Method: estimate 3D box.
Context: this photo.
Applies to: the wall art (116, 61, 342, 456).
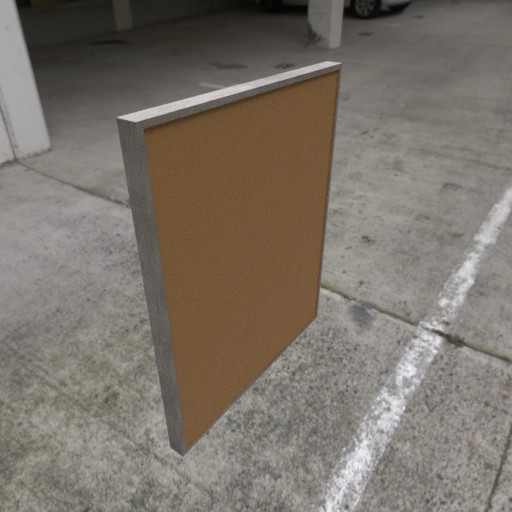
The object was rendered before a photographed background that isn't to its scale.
[{"bbox_3d":[0.000,0.000,0.706,0.032,0.521,0.421,21,38,30],"label":"wall art"}]
